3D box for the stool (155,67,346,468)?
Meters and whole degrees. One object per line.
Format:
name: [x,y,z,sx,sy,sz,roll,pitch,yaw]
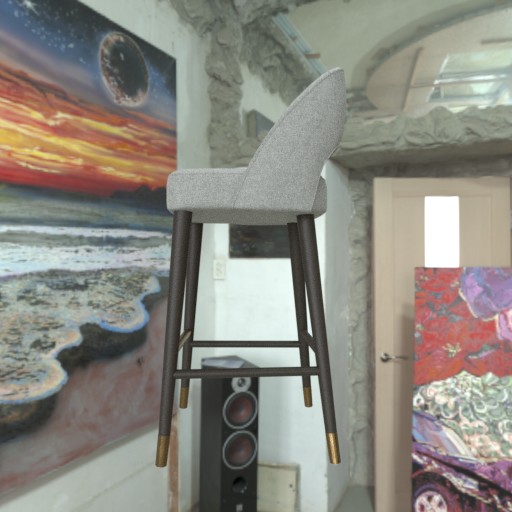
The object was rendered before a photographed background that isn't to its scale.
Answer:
stool: [0.000,0.000,1.314,0.509,1.037,0.494,0,0,-2]
